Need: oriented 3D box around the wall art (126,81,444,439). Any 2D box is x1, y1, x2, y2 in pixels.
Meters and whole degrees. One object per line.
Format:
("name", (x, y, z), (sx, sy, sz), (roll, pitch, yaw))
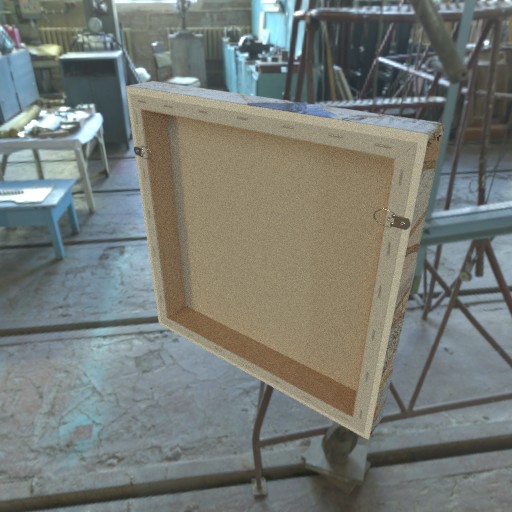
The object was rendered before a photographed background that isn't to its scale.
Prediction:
("wall art", (0.000, 0.000, 0.452), (0.303, 0.304, 0.036), (21, 36, 31))
